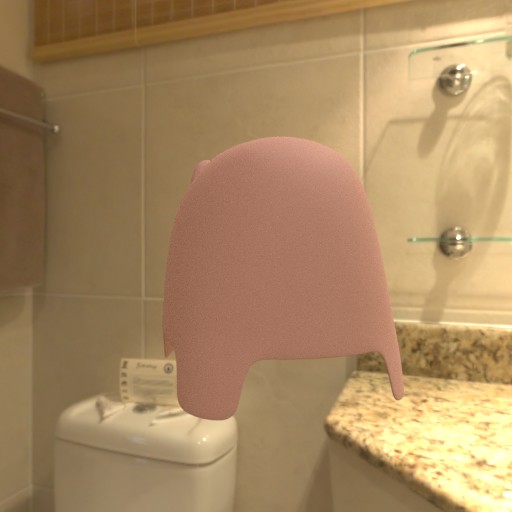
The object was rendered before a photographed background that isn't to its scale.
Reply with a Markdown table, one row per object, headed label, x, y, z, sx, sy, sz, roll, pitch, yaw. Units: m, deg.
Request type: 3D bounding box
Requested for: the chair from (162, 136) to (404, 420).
| label | x | y | z | sx | sy | sz | roll | pitch | yaw |
| --- | --- | --- | --- | --- | --- | --- | --- | --- | --- |
| chair | 0.000 | 0.000 | 0.864 | 0.364 | 0.423 | 0.619 | 0 | 0 | -17 |
